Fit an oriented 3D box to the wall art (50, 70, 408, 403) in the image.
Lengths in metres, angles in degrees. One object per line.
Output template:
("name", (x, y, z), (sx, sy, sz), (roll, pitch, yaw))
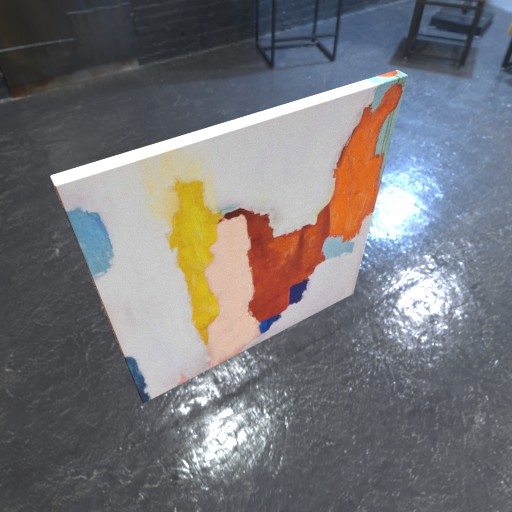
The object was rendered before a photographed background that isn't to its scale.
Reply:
("wall art", (0.000, 0.000, 1.493), (1.017, 1.017, 0.044), (-24, 51, -21))
